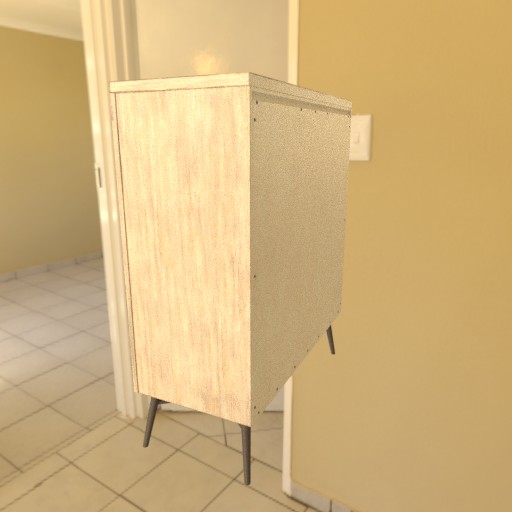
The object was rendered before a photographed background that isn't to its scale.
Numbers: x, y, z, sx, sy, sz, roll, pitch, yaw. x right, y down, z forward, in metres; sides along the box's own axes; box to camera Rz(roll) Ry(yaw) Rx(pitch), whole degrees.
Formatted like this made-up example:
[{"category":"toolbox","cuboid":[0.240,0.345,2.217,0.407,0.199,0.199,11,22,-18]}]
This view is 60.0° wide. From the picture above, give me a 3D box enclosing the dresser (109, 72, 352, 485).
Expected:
[{"category":"dresser","cuboid":[0.000,0.000,1.764,0.457,1.219,1.016,7,17,25]}]
